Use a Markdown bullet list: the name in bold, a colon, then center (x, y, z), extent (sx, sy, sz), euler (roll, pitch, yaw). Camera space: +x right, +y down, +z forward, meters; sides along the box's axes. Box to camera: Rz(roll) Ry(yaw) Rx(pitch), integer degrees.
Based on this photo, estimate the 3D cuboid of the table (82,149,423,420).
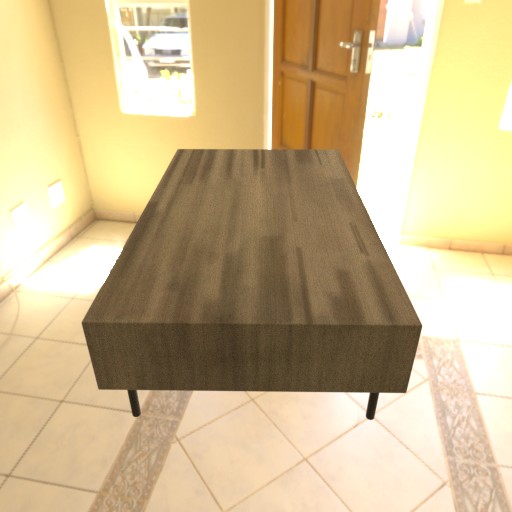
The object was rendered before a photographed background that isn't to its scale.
- **table**: center (0.000, 0.000, 1.384), extent (0.643, 0.347, 1.088), euler (0, 31, 1)
